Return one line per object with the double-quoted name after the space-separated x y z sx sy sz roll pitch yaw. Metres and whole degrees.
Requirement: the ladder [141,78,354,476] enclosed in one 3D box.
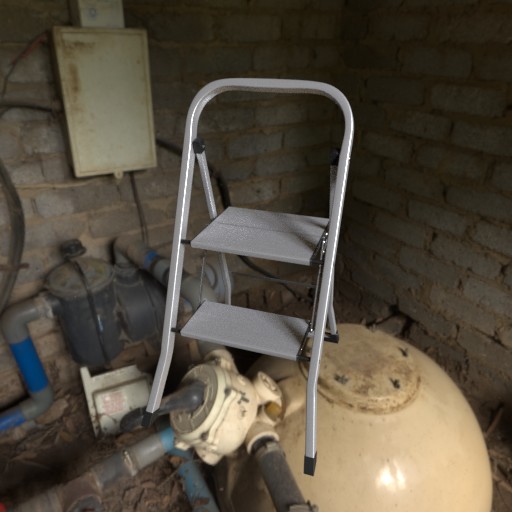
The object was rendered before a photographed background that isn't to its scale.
0.000 0.000 1.139 0.465 0.830 0.530 9 28 17 "ladder"
